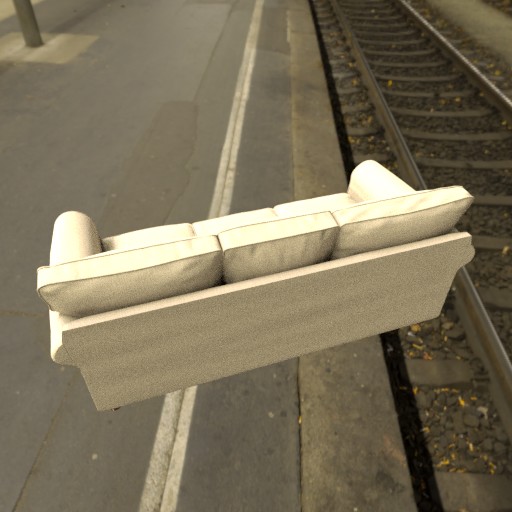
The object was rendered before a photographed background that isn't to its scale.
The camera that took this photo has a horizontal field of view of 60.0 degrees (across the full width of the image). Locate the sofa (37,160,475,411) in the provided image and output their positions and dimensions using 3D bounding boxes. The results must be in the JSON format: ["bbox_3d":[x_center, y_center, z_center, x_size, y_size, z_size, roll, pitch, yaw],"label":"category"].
[{"bbox_3d":[0.000,0.000,2.503,2.118,0.889,0.998,-12,41,-14],"label":"sofa"}]
